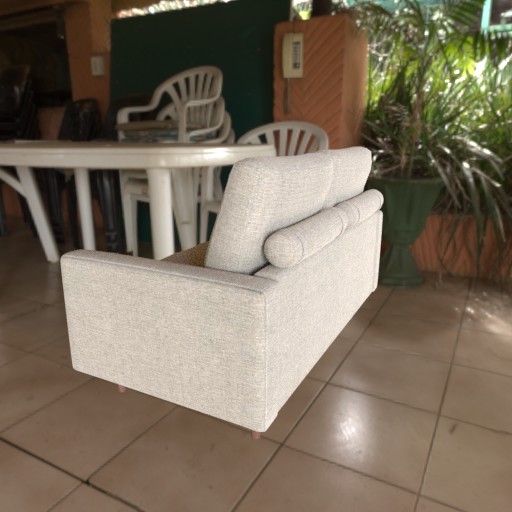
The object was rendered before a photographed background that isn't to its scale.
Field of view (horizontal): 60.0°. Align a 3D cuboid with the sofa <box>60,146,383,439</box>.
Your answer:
[{"bbox_3d":[0.000,0.000,1.939,0.842,0.907,1.407,8,17,26],"label":"sofa"}]
